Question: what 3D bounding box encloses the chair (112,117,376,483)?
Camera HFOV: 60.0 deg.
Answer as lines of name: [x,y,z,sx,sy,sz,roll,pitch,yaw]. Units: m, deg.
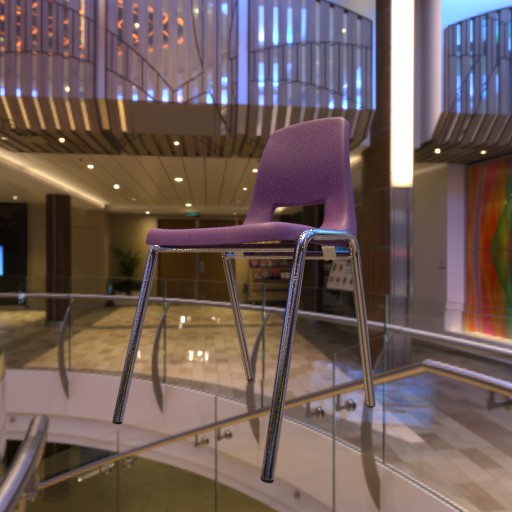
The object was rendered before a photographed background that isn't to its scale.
chair: [0.000,0.000,0.913,0.381,0.654,0.432,0,0,38]
